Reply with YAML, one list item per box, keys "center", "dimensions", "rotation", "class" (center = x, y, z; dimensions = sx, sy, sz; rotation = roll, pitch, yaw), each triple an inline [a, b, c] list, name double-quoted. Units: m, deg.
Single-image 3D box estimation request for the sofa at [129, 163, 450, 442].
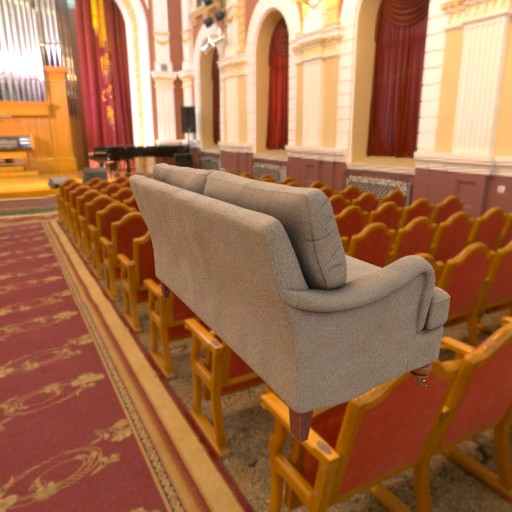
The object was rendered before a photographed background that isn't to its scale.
- center: [0.000, 0.000, 2.814]
  dimensions: [1.069, 1.096, 2.193]
  rotation: [-8, 17, -27]
  class: "sofa"
